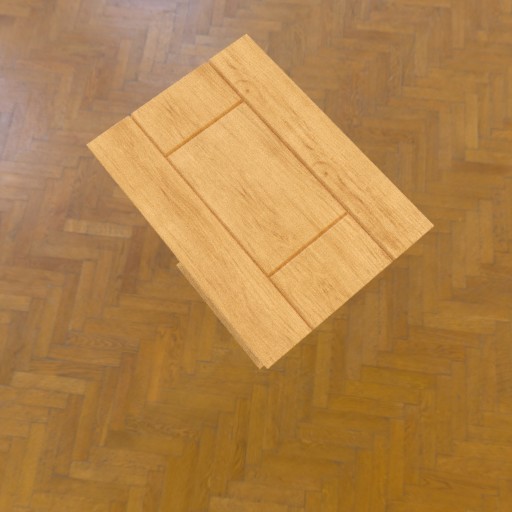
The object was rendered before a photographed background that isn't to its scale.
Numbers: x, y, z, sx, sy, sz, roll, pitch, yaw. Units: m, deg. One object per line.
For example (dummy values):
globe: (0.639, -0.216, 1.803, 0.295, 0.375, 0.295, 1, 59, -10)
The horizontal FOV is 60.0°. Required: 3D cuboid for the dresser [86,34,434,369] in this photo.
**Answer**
dresser: (0.000, 0.000, 1.317, 0.390, 1.041, 0.531, -39, 79, -9)
